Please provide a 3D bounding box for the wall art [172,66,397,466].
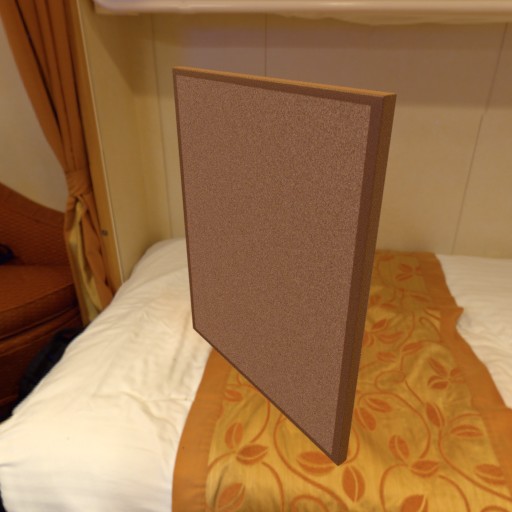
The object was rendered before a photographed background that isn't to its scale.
[{"bbox_3d":[0.000,0.000,0.503,0.015,0.379,0.310,-19,33,-33],"label":"wall art"}]
